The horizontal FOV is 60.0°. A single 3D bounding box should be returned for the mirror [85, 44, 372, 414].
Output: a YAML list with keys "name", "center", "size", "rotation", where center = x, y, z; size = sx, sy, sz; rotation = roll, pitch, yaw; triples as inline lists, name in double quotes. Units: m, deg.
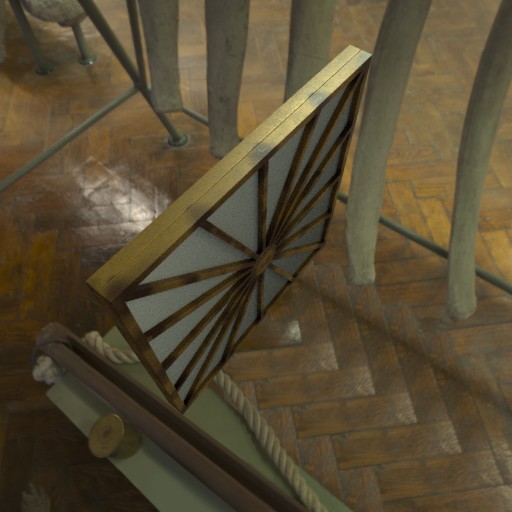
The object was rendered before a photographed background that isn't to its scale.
- name: "mirror"
  center: [0.000, 0.000, 0.763]
  size: [0.042, 0.507, 0.509]
  rotation: [34, 64, 19]
